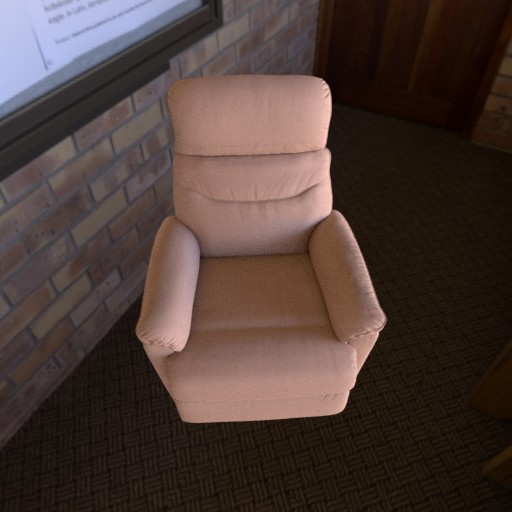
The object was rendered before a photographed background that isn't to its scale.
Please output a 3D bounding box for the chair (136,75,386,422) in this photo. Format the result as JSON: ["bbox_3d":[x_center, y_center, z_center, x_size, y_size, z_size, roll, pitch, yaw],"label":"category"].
[{"bbox_3d":[0.000,0.000,1.731,0.820,1.037,1.004,-2,47,-2],"label":"chair"}]
